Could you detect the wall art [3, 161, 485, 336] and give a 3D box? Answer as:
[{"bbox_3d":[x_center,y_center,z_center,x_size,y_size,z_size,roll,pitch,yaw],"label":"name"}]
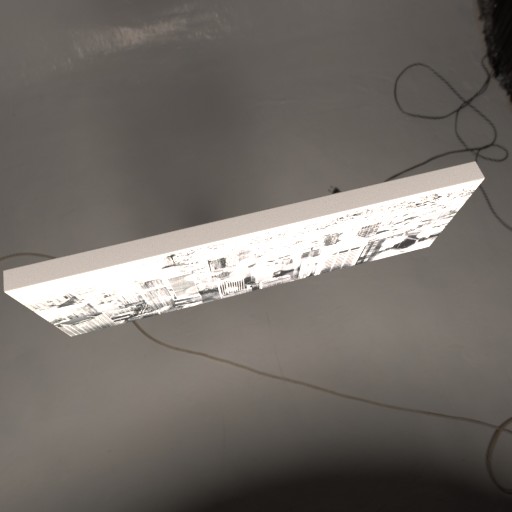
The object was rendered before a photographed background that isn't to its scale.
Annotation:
[{"bbox_3d":[0.000,0.000,0.805,0.763,0.255,0.038,-14,66,-6],"label":"wall art"}]
